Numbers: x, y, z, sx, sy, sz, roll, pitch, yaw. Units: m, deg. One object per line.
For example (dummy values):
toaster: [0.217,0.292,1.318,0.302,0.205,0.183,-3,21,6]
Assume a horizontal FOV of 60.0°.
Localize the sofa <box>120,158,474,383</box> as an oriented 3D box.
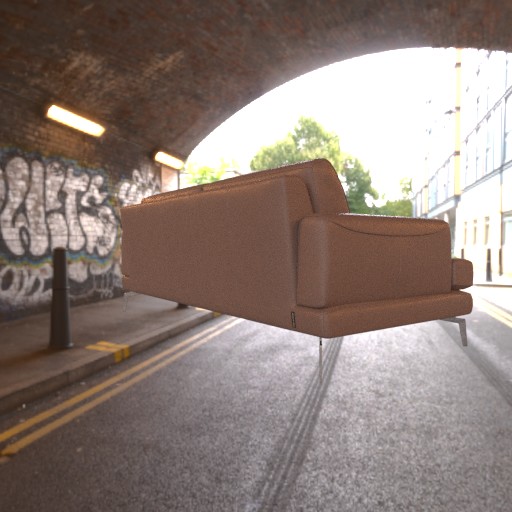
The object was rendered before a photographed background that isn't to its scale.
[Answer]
sofa: [0.000,0.000,2.422,0.974,0.765,1.940,-1,2,-36]
